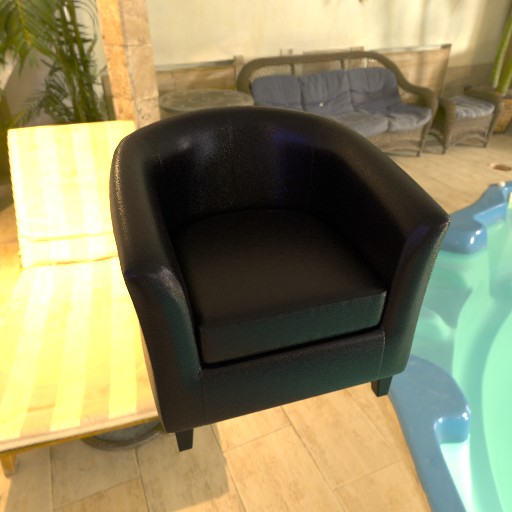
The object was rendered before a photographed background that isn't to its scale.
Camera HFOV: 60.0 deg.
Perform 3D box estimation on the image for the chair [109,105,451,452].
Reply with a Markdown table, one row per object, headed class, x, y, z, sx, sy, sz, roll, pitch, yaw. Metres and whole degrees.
| class | x | y | z | sx | sy | sz | roll | pitch | yaw |
| --- | --- | --- | --- | --- | --- | --- | --- | --- | --- |
| chair | 0.000 | 0.000 | 1.374 | 0.793 | 0.756 | 0.727 | -10 | 33 | -15 |
